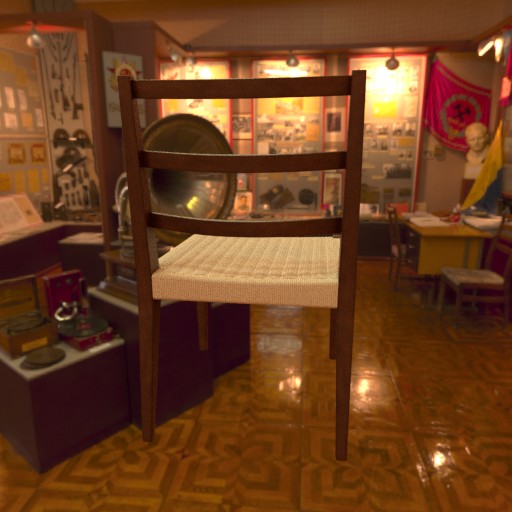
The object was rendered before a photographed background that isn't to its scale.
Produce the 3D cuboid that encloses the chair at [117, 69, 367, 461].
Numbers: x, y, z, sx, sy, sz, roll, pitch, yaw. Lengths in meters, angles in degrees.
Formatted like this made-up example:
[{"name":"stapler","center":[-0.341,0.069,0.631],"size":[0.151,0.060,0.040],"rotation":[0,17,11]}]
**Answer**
[{"name":"chair","center":[0.000,0.000,1.143],"size":[0.480,0.813,0.551],"rotation":[2,14,8]}]
